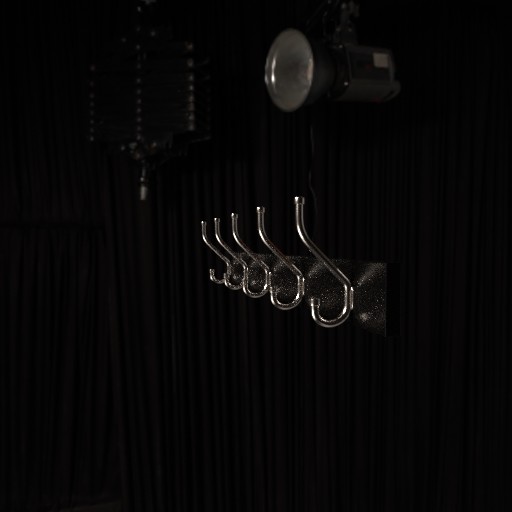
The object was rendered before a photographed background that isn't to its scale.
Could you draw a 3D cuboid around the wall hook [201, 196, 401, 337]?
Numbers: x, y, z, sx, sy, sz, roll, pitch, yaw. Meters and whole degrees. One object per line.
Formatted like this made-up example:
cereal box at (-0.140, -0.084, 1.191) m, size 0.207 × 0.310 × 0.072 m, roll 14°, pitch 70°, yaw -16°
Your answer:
wall hook at (0.000, 0.000, 0.621) m, size 0.071 × 0.117 × 0.571 m, roll -1°, pitch 2°, yaw -17°
